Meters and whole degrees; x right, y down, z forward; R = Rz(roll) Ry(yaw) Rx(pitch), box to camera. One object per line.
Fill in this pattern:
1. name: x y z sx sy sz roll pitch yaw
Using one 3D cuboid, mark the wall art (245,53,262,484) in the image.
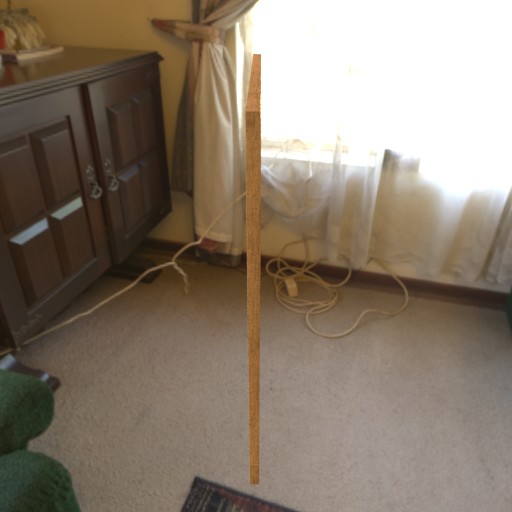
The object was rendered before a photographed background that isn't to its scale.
1. wall art: 0.000 0.000 0.891 0.018 0.686 0.534 0 31 1
